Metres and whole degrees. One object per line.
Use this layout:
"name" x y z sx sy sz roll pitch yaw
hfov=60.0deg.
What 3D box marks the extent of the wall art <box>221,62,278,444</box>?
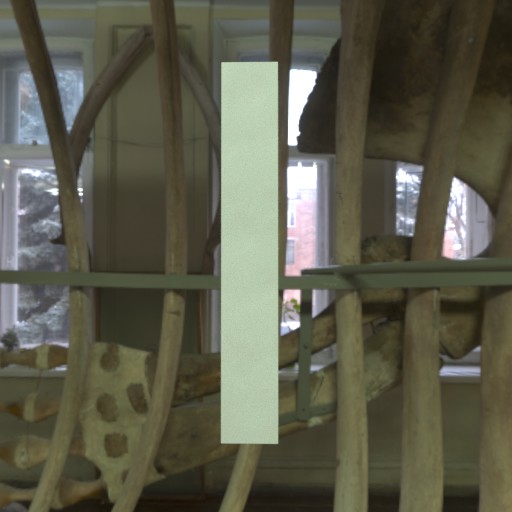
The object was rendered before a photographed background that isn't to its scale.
"wall art" 0.000 0.000 0.485 0.038 0.254 0.381 0 -1 1
